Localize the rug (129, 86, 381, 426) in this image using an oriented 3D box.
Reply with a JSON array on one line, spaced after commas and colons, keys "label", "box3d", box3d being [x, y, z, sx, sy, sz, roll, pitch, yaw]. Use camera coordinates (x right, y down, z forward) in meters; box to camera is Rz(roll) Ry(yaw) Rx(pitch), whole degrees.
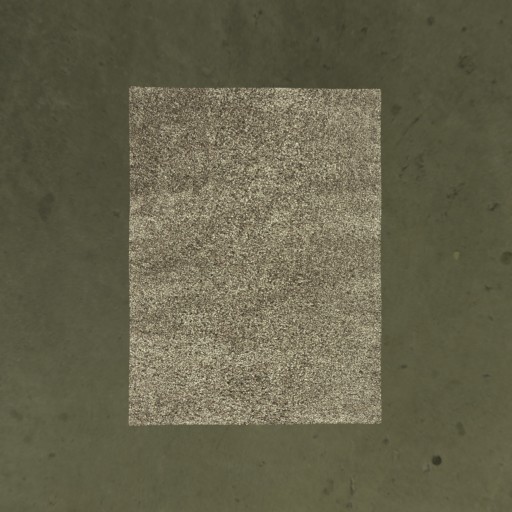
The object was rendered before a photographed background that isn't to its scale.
[{"label": "rug", "box3d": [0.000, 0.000, 2.113, 1.198, 0.025, 1.601, 0, 90, -1]}]
